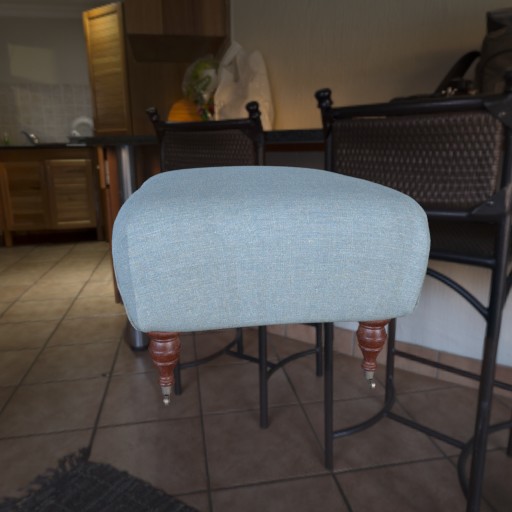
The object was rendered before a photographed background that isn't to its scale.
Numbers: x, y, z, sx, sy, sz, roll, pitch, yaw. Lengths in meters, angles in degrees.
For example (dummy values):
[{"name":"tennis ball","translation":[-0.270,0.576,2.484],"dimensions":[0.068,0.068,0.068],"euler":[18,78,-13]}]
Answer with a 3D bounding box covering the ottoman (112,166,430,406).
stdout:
[{"name":"ottoman","translation":[0.000,0.000,1.165],"dimensions":[0.622,0.450,0.747],"euler":[-2,15,-8]}]
